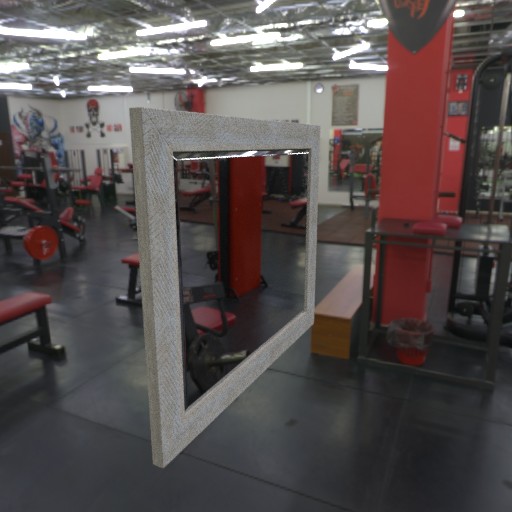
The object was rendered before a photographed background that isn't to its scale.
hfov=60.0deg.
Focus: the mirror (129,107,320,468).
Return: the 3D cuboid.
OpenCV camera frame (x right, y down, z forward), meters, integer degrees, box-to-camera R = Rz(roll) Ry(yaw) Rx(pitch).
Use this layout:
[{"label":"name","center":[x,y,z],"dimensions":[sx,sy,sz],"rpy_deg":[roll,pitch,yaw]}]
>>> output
[{"label":"mirror","center":[0.000,0.000,1.165],"dimensions":[0.028,0.689,0.839],"rpy_deg":[7,16,27]}]
